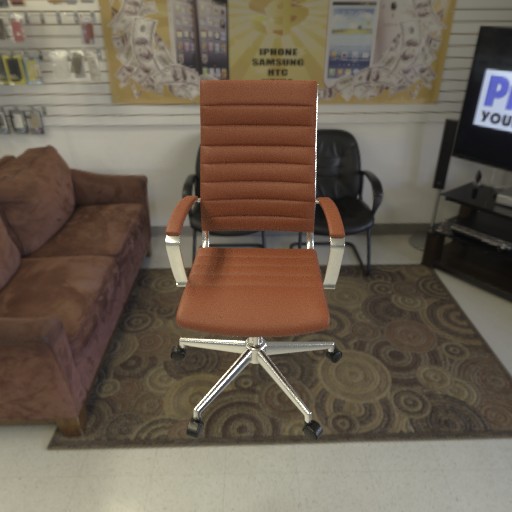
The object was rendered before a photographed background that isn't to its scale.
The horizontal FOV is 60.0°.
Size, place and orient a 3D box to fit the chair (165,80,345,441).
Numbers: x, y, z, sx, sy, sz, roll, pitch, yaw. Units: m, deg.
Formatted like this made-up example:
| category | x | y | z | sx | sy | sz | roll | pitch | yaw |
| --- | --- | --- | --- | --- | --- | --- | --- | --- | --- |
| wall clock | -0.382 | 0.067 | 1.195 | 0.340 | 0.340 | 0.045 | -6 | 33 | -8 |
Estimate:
| category | x | y | z | sx | sy | sz | roll | pitch | yaw |
| --- | --- | --- | --- | --- | --- | --- | --- | --- | --- |
| chair | 0.000 | 0.000 | 1.651 | 0.766 | 1.149 | 0.739 | 1 | 29 | 1 |
